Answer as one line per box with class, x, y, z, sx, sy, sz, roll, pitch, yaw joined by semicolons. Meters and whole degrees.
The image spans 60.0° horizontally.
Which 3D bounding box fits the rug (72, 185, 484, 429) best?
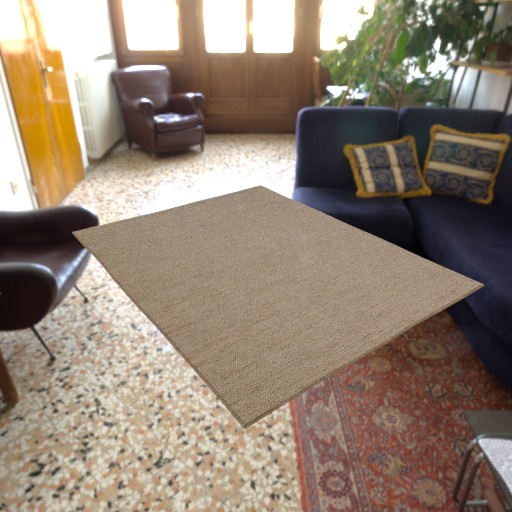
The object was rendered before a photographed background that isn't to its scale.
rug;0.000;0.000;4.061;2.406;0.012;3.034;-19;34;-32
